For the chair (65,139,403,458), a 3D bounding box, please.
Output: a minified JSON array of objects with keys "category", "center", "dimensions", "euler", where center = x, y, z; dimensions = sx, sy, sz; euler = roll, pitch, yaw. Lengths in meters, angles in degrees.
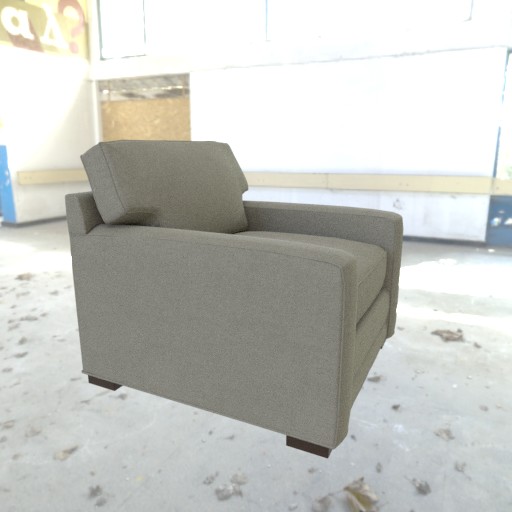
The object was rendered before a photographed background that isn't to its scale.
[{"category":"chair","center":[0.000,0.000,1.842],"dimensions":[1.044,0.934,0.999],"euler":[7,16,26]}]
